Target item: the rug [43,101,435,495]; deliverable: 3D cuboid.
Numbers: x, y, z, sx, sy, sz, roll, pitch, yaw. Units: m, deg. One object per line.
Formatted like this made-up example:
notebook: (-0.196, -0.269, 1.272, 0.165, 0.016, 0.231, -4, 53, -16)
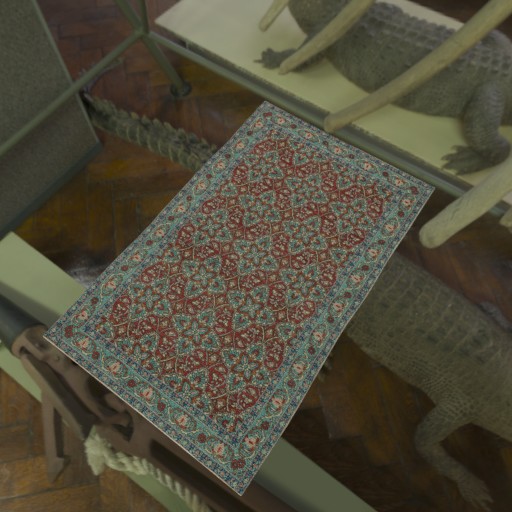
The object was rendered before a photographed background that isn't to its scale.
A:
rug: (0.000, 0.000, 3.009, 1.533, 0.011, 2.439, 32, 67, 15)
